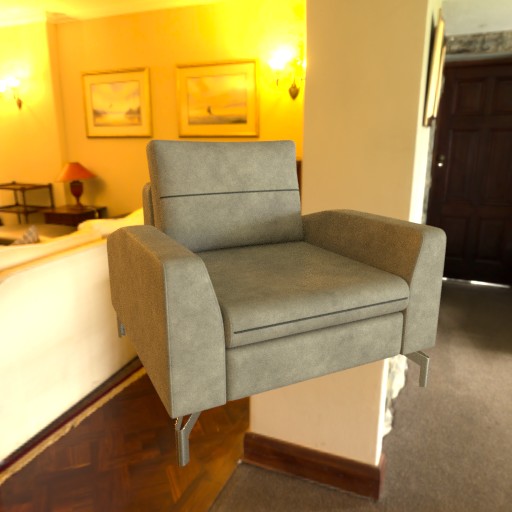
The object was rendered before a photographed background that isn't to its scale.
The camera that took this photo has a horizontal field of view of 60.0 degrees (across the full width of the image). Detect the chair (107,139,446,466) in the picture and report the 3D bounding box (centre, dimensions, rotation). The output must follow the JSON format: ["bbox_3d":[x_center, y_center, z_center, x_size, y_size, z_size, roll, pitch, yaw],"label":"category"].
[{"bbox_3d":[0.000,0.000,1.573,0.900,0.800,0.900,-7,16,-26],"label":"chair"}]
